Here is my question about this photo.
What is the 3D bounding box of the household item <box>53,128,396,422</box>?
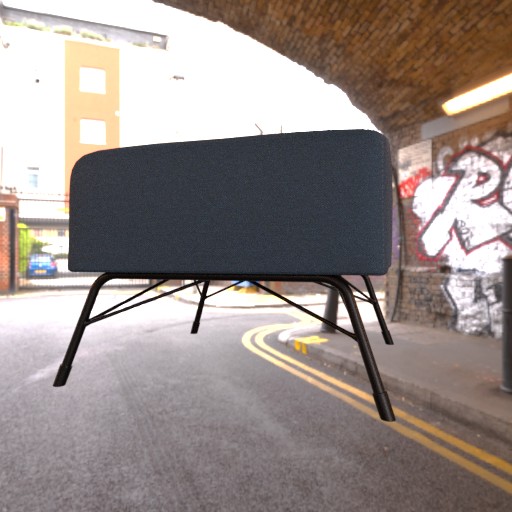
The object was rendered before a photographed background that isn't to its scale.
[{"bbox_3d":[0.000,0.000,0.888,0.530,0.420,0.530,0,0,17],"label":"household item"}]
